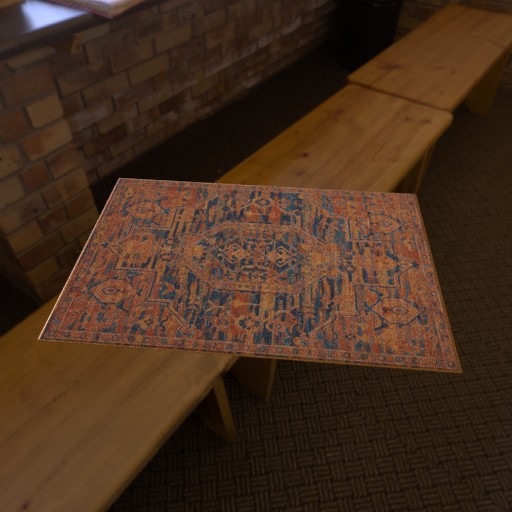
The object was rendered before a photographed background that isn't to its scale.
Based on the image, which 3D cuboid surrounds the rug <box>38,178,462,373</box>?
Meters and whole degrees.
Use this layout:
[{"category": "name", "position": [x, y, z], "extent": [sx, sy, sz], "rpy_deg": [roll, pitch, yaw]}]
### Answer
[{"category": "rug", "position": [0.000, 0.000, 2.223], "extent": [1.758, 0.013, 1.148], "rpy_deg": [4, 46, 3]}]
